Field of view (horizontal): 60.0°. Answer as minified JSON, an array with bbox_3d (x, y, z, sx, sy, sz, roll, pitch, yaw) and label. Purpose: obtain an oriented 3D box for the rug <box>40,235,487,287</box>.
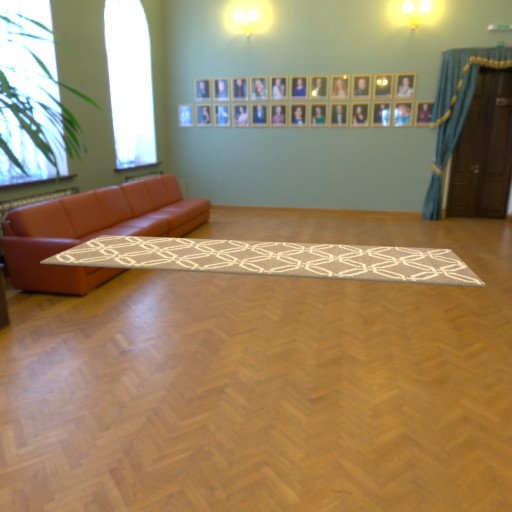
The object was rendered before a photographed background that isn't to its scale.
[{"bbox_3d":[0.000,0.000,2.549,2.276,0.014,0.678,3,15,10],"label":"rug"}]
